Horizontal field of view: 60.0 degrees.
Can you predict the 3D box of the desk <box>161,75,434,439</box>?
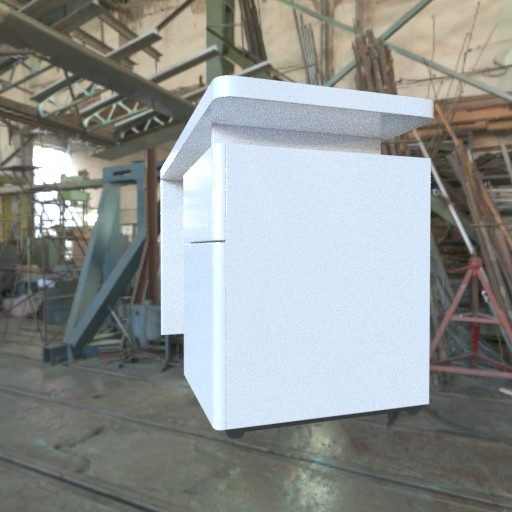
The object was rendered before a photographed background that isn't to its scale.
[{"bbox_3d":[0.000,0.000,1.555,0.550,0.760,1.200,0,1,-18],"label":"desk"}]
